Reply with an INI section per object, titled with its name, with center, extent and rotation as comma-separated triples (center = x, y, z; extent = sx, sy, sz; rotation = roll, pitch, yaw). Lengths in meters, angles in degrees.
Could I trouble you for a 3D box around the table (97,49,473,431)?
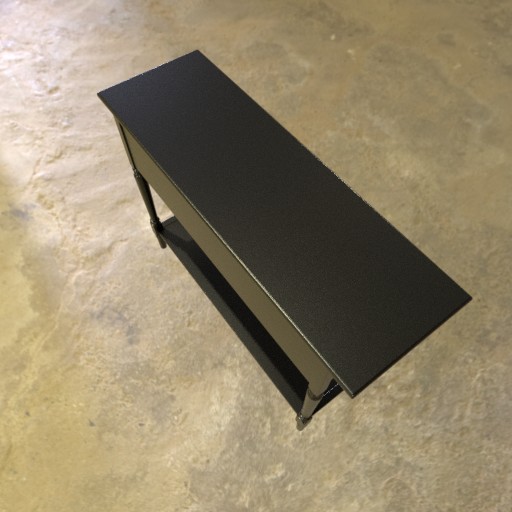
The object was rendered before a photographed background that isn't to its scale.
[table]
center = 0.000, 0.000, 1.571
extent = 0.386, 0.819, 1.191
rotation = -32, 64, -18
